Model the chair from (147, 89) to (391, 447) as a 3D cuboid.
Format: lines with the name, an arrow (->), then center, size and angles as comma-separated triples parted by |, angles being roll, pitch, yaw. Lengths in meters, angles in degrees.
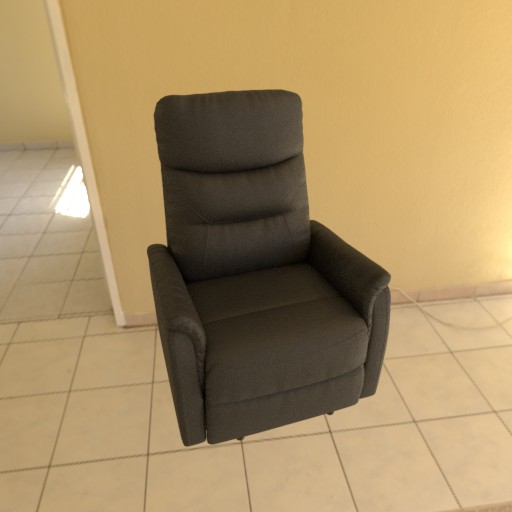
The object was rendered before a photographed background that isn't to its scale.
chair -> 0.000, 0.000, 1.665 | 0.775, 1.082, 0.831 | -10, 33, -15
